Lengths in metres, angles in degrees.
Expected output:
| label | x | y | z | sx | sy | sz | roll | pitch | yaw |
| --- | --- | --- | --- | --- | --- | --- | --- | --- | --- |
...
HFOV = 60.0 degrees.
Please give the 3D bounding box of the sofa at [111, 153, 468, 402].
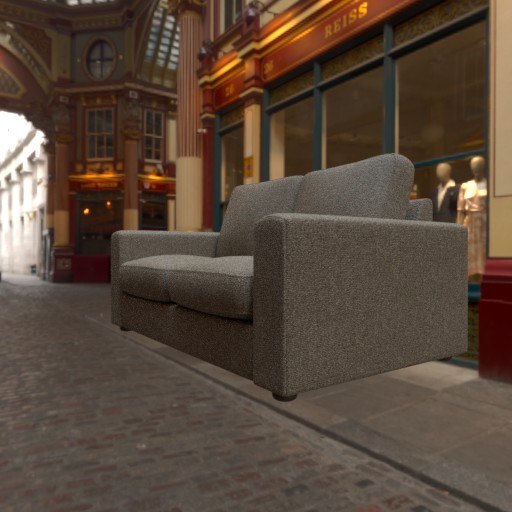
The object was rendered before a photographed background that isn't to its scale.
| label | x | y | z | sx | sy | sz | roll | pitch | yaw |
| --- | --- | --- | --- | --- | --- | --- | --- | --- | --- |
| sofa | 0.000 | 0.000 | 2.189 | 1.016 | 0.873 | 1.616 | -1 | 1 | -35 |
